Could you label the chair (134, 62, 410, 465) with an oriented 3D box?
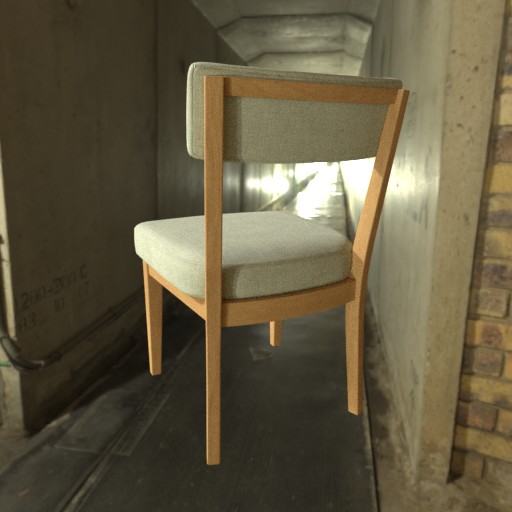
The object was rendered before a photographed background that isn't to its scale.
[{"bbox_3d":[0.000,0.000,1.143,0.508,0.832,0.572,-7,16,-27],"label":"chair"}]
